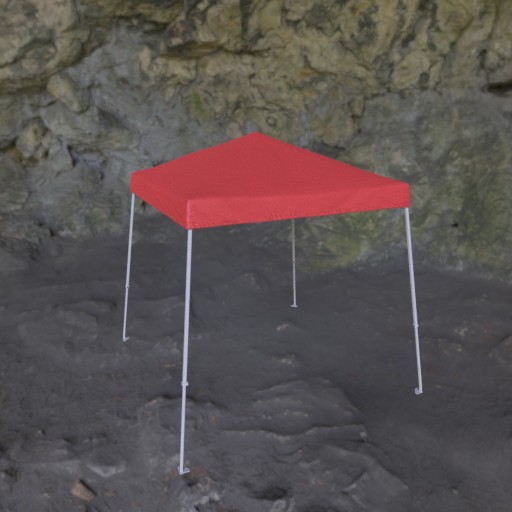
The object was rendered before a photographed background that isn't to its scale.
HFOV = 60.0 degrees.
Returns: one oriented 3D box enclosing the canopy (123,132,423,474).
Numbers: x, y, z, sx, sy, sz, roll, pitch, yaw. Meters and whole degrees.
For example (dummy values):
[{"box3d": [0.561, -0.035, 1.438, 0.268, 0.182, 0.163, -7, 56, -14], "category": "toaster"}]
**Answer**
[{"box3d": [0.000, 0.000, 5.284, 2.848, 2.849, 2.849, -8, 18, -25], "category": "canopy"}]
